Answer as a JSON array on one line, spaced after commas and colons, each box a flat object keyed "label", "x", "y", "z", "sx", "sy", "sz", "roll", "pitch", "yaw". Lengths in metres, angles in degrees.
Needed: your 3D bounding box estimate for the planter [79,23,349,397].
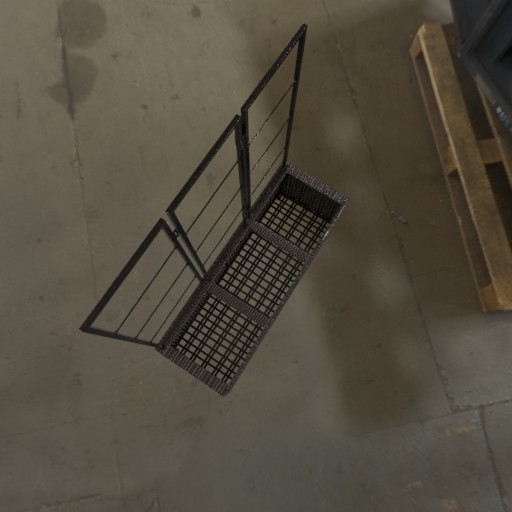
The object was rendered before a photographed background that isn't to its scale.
[{"label": "planter", "x": 0.000, "y": 0.000, "z": 1.144, "sx": 0.244, "sy": 0.841, "sz": 0.699, "roll": 32, "pitch": 78, "yaw": 8}]
